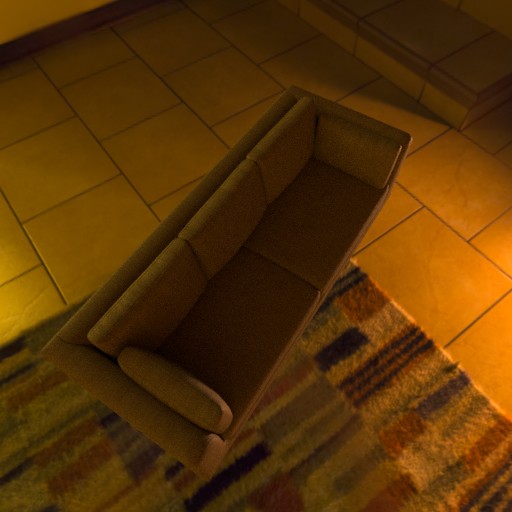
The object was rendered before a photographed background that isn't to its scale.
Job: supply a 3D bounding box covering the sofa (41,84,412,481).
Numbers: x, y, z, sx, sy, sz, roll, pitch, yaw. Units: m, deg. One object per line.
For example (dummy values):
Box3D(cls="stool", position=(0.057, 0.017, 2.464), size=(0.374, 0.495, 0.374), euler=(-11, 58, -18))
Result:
Box3D(cls="sofa", position=(0.000, 0.000, 2.828), size=(0.969, 0.867, 2.415), euler=(29, 63, 17))
